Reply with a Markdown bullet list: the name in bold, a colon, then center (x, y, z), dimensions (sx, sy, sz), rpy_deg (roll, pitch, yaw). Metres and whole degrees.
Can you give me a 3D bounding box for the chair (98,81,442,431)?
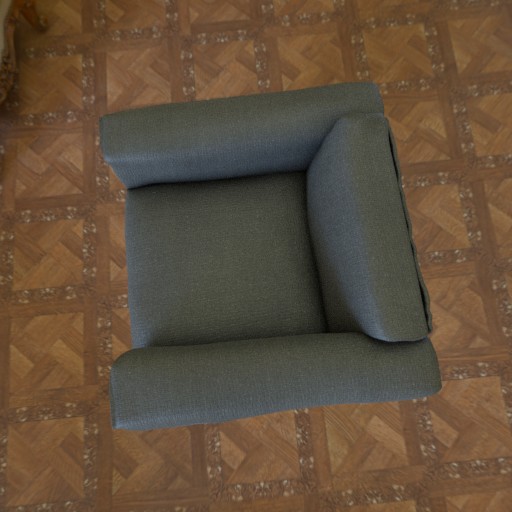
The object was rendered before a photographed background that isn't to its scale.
- **chair**: center (0.000, 0.000, 1.591), dimensions (0.969, 0.646, 1.056), rpy_deg (-7, 76, -2)
